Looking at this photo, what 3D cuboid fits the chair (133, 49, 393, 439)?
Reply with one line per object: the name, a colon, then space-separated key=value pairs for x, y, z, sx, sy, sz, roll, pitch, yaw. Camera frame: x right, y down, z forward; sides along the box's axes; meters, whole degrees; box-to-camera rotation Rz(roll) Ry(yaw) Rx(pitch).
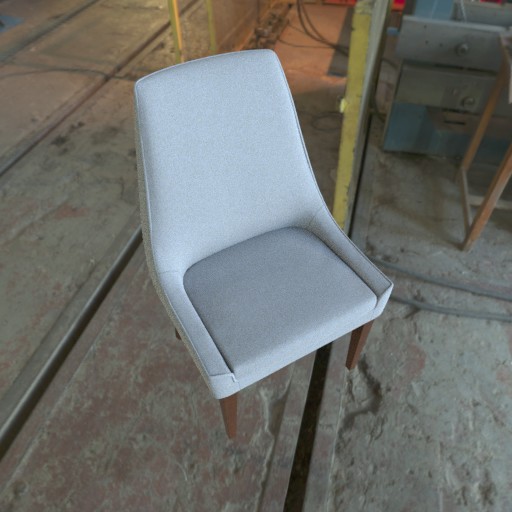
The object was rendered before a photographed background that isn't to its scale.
chair: x=0.000 y=0.000 z=1.181 sx=0.529 sy=0.861 sz=0.544 roll=-23 pitch=51 yaw=-20
